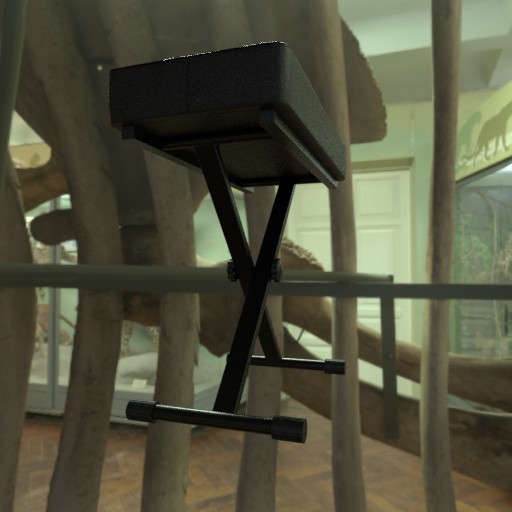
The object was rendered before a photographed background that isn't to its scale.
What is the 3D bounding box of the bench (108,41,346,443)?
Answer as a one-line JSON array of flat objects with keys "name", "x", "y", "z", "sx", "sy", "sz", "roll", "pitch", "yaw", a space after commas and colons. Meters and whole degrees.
[{"name": "bench", "x": 0.000, "y": 0.000, "z": 0.909, "sx": 0.300, "sy": 0.561, "sz": 0.600, "roll": 0, "pitch": -1, "yaw": 19}]
